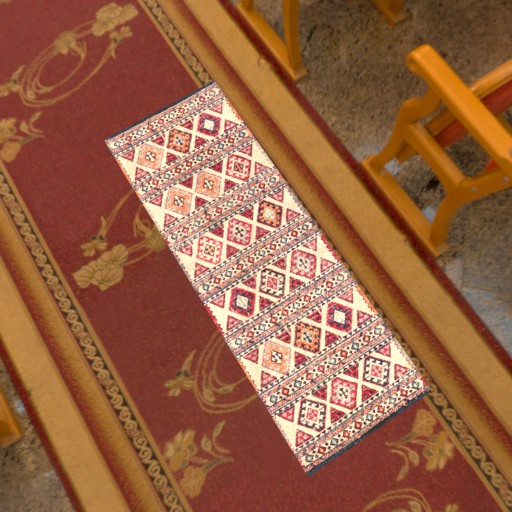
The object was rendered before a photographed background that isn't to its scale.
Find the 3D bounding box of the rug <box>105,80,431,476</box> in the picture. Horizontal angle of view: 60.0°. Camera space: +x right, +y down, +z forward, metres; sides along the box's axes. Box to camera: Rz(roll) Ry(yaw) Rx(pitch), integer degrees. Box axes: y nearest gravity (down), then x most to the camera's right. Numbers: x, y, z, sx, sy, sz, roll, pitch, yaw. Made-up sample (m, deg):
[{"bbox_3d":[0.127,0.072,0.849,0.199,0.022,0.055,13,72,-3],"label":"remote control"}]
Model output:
[{"bbox_3d":[0.000,0.000,2.665,0.832,0.008,2.362,-32,78,-8],"label":"rug"}]
